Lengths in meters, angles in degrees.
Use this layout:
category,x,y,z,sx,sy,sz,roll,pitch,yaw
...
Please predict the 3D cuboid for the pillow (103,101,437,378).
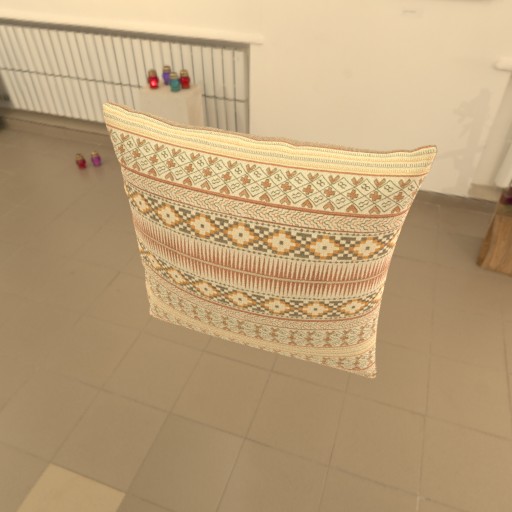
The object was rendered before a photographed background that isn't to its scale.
category,x,y,z,sx,sy,sz,roll,pitch,yaw
pillow,0.000,0.000,0.809,0.521,0.519,0.215,13,42,14
